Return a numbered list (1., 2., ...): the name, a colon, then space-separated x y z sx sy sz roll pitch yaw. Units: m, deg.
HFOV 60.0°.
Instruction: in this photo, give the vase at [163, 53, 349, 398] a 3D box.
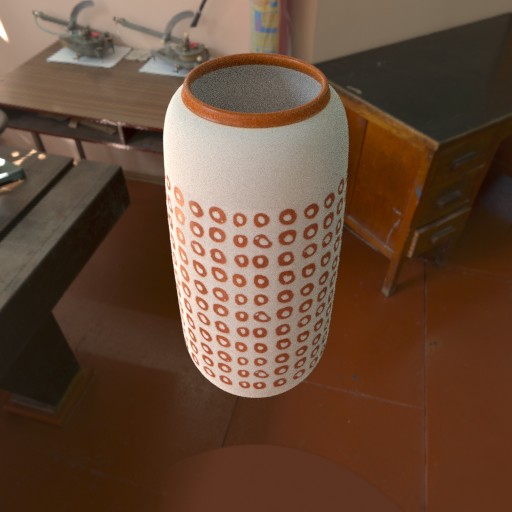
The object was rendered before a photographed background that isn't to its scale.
1. vase: 0.000 0.000 0.350 0.133 0.282 0.133 0 45 0
